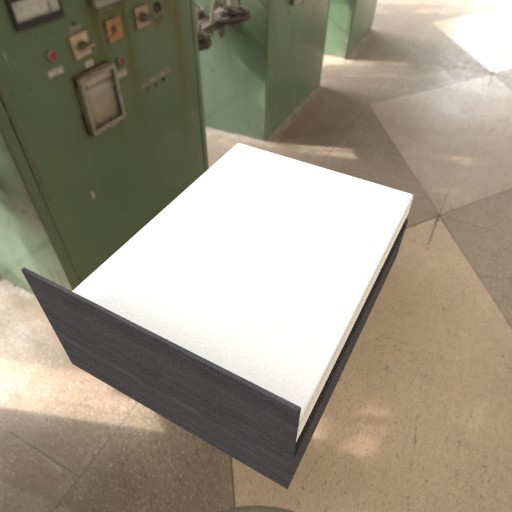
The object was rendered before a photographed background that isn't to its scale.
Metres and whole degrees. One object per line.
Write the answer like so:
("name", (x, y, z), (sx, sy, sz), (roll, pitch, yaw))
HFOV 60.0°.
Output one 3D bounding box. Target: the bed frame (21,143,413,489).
("bed frame", (0.000, 0.000, 2.652), (1.400, 0.800, 1.900), (21, 49, 20))
